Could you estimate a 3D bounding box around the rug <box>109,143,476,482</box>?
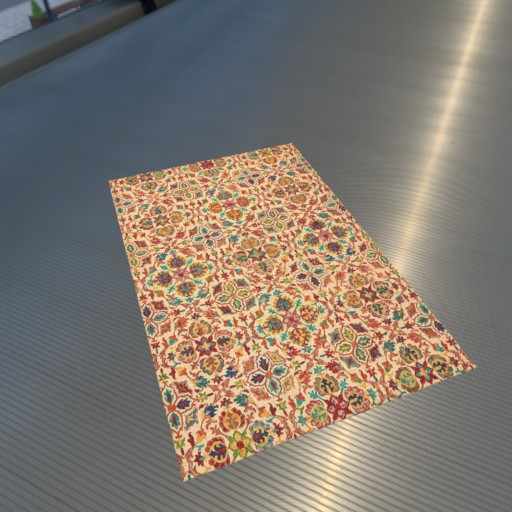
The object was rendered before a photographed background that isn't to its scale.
[{"bbox_3d":[0.000,0.000,2.253,1.226,0.013,1.838,-15,47,-15],"label":"rug"}]
